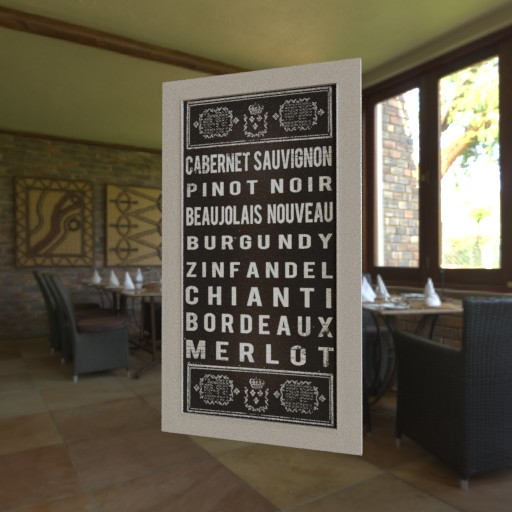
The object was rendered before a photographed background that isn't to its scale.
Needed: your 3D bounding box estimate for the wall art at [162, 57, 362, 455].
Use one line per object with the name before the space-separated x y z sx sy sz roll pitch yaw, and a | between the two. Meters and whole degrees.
wall art | 0.000 0.000 0.820 0.380 0.683 0.013 0 -1 16
